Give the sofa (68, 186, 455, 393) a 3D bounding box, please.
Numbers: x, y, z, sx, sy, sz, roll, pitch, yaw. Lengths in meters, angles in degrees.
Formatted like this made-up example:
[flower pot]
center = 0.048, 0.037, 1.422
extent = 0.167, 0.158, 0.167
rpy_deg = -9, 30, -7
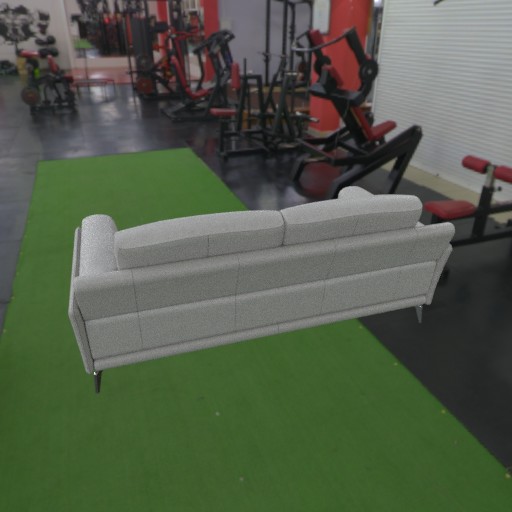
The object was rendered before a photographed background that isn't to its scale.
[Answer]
[sofa]
center = 0.000, 0.000, 2.742
extent = 2.101, 0.930, 1.049
rpy_deg = -9, 28, -16
